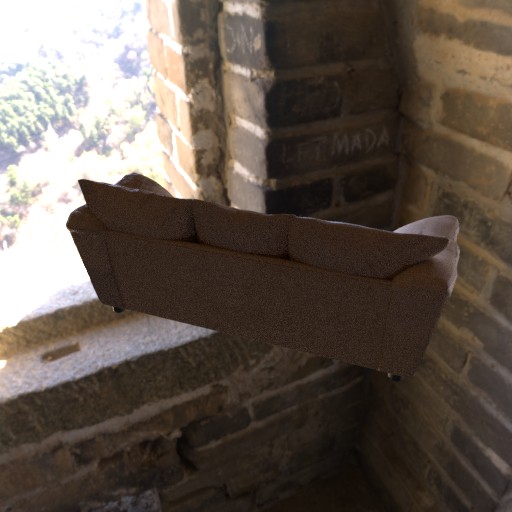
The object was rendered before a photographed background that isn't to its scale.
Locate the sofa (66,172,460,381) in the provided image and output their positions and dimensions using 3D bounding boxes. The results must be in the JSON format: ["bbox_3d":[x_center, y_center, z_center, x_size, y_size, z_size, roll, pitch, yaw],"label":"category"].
[{"bbox_3d":[0.000,0.000,2.894,2.377,0.981,0.893,10,32,17],"label":"sofa"}]
